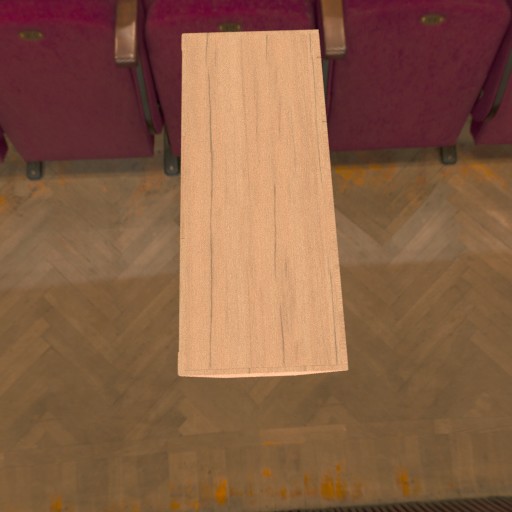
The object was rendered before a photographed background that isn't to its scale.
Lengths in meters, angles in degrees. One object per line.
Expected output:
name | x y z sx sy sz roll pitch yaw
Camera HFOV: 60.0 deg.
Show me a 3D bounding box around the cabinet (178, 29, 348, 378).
cabinet | 0.000 0.000 2.686 0.580 2.070 1.400 -2 74 -1
